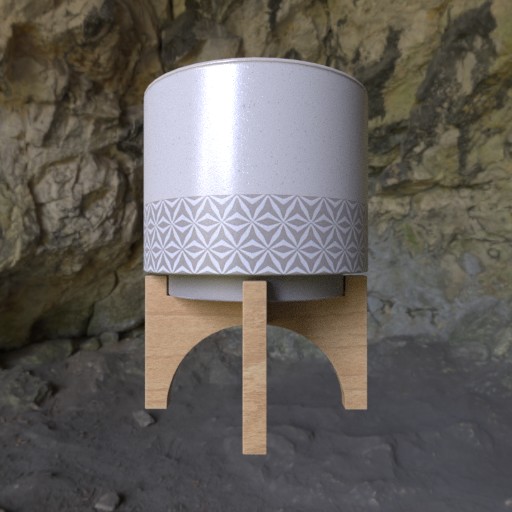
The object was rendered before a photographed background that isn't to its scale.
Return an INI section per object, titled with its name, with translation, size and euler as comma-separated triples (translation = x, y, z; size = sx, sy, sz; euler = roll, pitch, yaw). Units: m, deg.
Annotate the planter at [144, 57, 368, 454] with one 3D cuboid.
[planter]
translation = 0.000, 0.000, 0.383
size = 0.188, 0.260, 0.188
euler = 0, 0, 0
